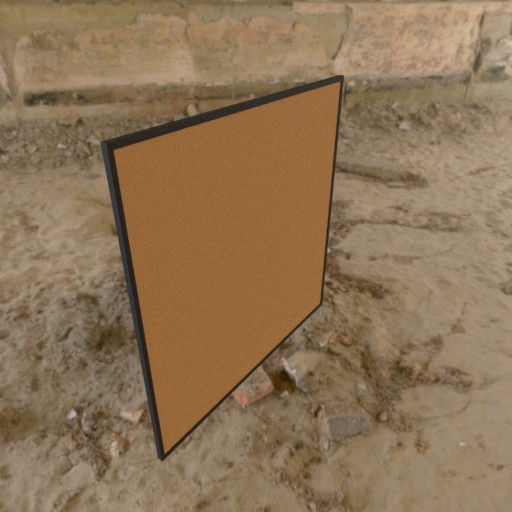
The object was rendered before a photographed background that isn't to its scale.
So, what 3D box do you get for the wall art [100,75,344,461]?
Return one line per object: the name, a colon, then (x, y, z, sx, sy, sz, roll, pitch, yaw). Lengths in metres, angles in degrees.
wall art: (0.000, 0.000, 0.974, 0.015, 0.663, 0.664, 21, 37, 31)
